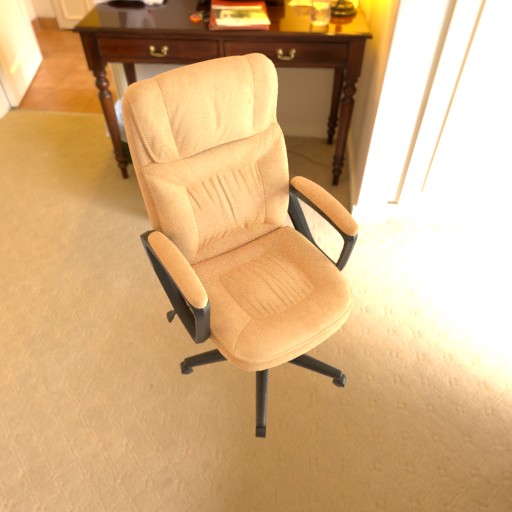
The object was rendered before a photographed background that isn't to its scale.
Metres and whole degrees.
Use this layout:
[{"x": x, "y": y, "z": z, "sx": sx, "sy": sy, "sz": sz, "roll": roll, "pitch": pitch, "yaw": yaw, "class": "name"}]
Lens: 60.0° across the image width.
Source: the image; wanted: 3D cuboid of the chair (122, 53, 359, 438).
[{"x": 0.000, "y": 0.000, "z": 1.526, "sx": 0.667, "sy": 1.105, "sz": 0.724, "roll": -24, "pitch": 50, "yaw": -22, "class": "chair"}]
